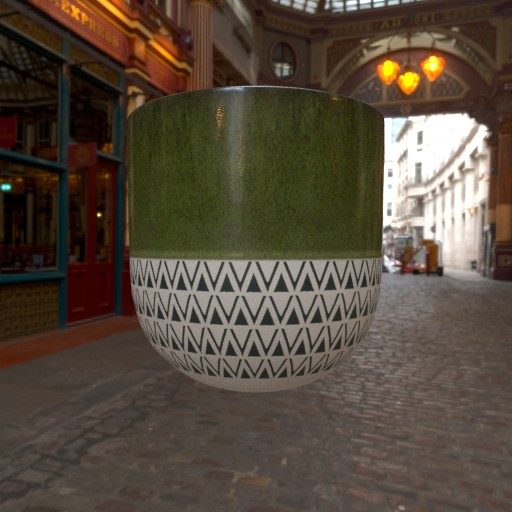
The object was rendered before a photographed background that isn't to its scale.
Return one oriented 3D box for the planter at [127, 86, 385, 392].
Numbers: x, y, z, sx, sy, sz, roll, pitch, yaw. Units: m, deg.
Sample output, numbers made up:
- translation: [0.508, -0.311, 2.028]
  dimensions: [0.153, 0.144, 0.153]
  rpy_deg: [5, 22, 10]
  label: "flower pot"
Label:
- translation: [0.000, 0.000, 0.478]
  dimensions: [0.266, 0.270, 0.266]
  rpy_deg: [0, 1, 0]
  label: "planter"
